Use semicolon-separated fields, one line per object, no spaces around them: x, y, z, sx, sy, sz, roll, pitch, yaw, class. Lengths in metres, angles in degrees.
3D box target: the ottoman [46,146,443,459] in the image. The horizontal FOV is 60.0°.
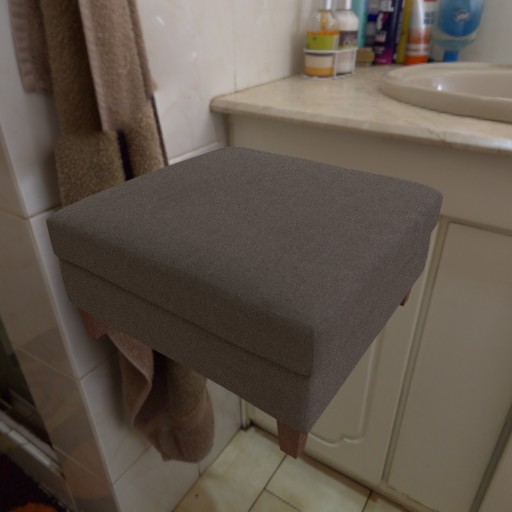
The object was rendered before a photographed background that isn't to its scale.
0.000;0.000;1.410;0.881;0.482;0.861;20;36;30;ottoman
